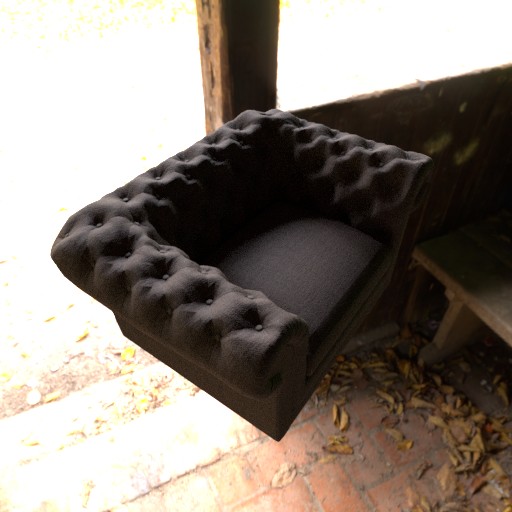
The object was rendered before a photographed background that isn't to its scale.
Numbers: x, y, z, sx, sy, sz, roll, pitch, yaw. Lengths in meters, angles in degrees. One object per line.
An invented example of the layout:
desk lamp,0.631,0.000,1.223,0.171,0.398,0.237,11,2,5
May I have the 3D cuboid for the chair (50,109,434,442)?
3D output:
chair,0.000,0.000,1.866,0.945,0.780,1.298,26,48,26
